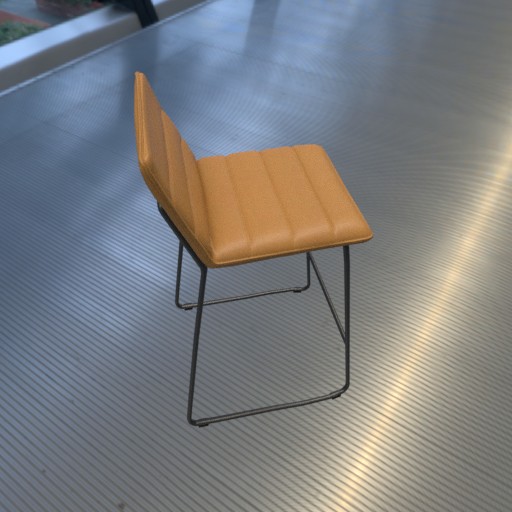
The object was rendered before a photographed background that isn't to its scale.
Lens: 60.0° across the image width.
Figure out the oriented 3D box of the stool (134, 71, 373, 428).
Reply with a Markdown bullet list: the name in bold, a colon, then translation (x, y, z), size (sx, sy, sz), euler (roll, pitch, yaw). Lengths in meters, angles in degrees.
- **stool**: translation (0.000, 0.000, 1.241), size (0.524, 0.936, 0.489), euler (-8, 46, -8)
